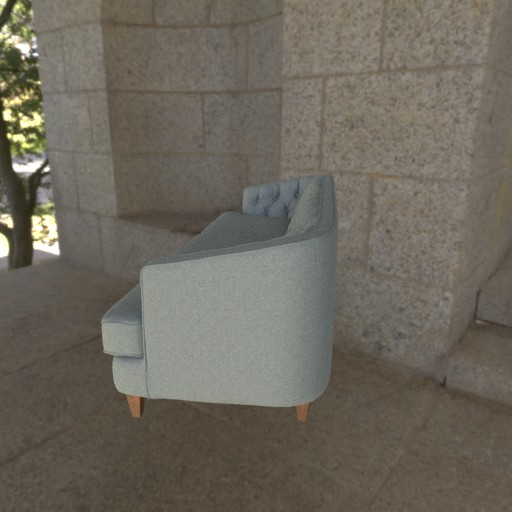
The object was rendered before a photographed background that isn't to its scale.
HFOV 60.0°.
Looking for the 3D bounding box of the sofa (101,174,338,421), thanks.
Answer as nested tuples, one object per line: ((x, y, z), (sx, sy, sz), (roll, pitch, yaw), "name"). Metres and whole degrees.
((0.000, 0.000, 2.745), (0.941, 0.855, 2.278), (3, 17, 9), "sofa")
